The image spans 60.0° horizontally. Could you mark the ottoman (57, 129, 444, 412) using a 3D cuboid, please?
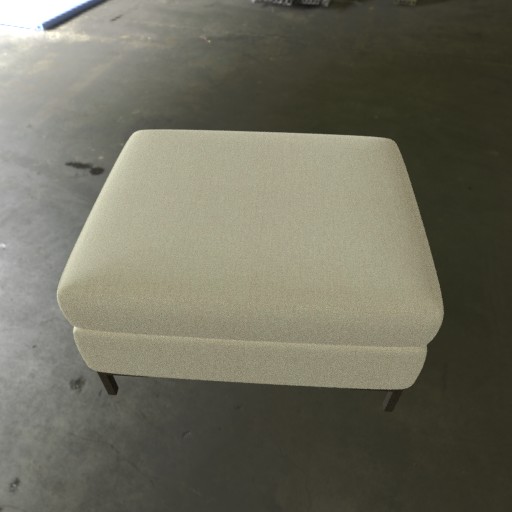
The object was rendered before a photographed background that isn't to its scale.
[{"bbox_3d":[0.000,0.000,1.202,0.794,0.453,0.657,3,46,3],"label":"ottoman"}]
